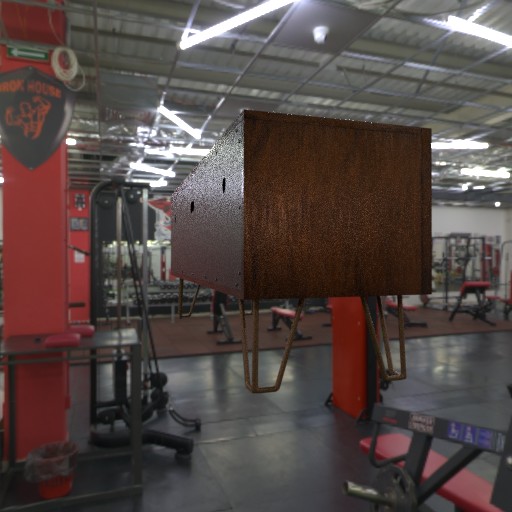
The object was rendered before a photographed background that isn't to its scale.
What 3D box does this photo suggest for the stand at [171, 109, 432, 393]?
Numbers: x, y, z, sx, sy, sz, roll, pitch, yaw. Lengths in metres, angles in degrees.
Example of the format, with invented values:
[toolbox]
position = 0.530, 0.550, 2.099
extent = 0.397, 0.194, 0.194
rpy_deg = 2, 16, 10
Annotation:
[stand]
position = 0.000, 0.000, 1.652
extent = 0.481, 0.610, 1.372
rpy_deg = 0, 0, -17
